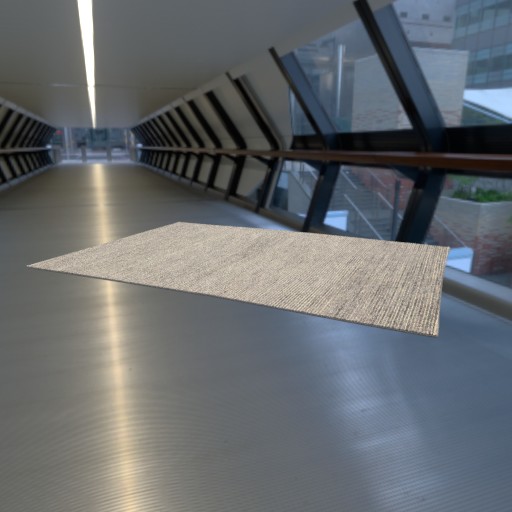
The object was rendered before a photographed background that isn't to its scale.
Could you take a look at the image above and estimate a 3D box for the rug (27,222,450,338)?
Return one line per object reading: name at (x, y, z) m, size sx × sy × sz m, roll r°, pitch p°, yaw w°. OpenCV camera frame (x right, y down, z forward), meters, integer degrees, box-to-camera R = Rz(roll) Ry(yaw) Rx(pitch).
rug at (0.000, 0.000, 2.893) m, size 2.307 × 0.030 × 1.604 m, roll 7°, pitch 16°, yaw 24°
